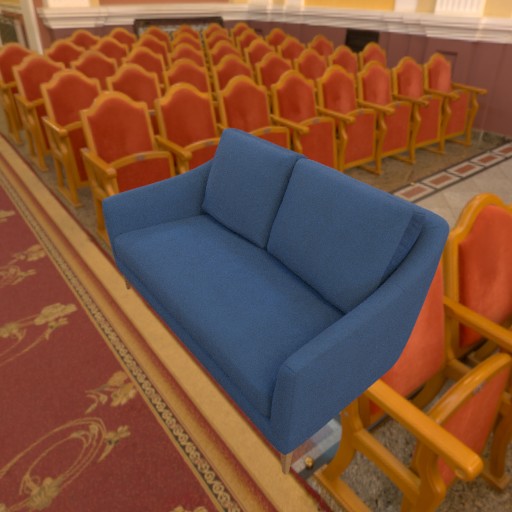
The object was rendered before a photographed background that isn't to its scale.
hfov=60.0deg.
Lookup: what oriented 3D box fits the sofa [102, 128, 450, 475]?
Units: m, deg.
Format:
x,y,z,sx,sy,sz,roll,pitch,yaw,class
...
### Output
x,y,z,sx,sy,sz,roll,pitch,yaw,class
0.000,0.000,2.189,0.960,0.902,1.619,-21,38,-31,sofa
